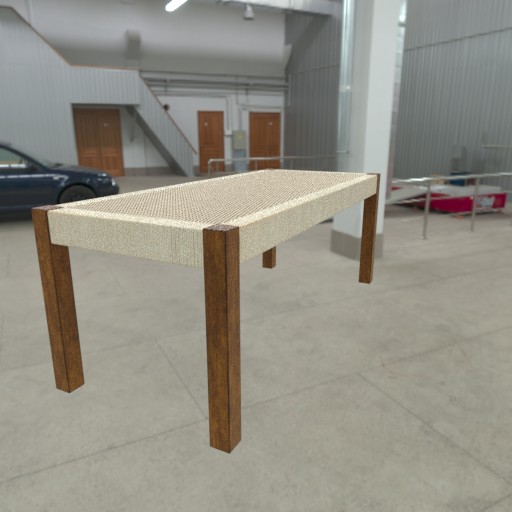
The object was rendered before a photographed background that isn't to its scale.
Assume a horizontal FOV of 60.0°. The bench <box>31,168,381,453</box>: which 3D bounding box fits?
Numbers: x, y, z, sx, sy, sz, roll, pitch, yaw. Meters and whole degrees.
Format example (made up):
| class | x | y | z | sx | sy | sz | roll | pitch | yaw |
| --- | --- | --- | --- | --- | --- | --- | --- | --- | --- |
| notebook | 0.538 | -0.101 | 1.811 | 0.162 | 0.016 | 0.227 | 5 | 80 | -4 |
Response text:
| class | x | y | z | sx | sy | sz | roll | pitch | yaw |
| --- | --- | --- | --- | --- | --- | --- | --- | --- | --- |
| bench | 0.000 | 0.000 | 1.448 | 0.507 | 0.457 | 1.198 | 8 | 18 | 26 |
